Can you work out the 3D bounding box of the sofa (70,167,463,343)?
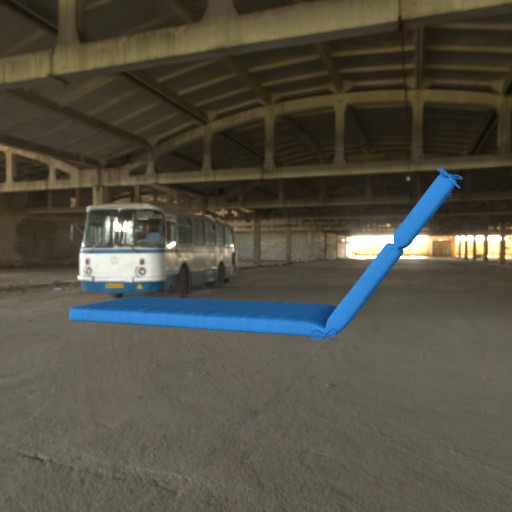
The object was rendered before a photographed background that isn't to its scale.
[{"bbox_3d":[0.000,0.000,2.009,1.663,0.622,0.582,0,1,19],"label":"sofa"}]
